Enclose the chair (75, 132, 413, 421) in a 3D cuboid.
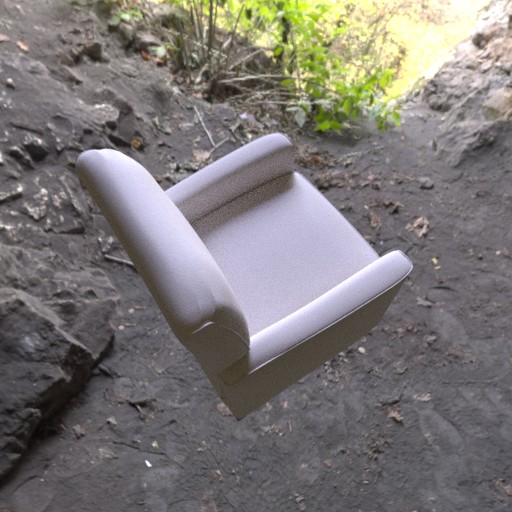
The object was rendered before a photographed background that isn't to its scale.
[{"bbox_3d":[0.000,0.000,1.672,0.858,1.028,0.841,-30,63,-17],"label":"chair"}]
